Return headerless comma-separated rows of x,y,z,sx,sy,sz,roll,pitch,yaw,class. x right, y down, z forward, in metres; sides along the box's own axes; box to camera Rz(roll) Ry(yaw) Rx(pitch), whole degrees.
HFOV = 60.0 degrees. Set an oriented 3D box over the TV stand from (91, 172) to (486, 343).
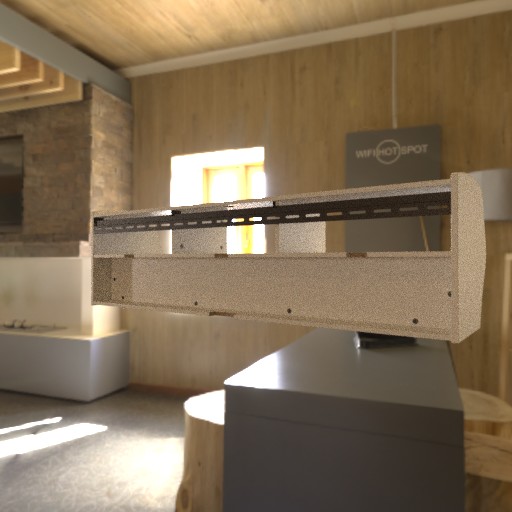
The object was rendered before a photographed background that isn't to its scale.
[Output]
0.000,0.000,1.644,1.473,0.424,0.397,0,0,36,TV stand
